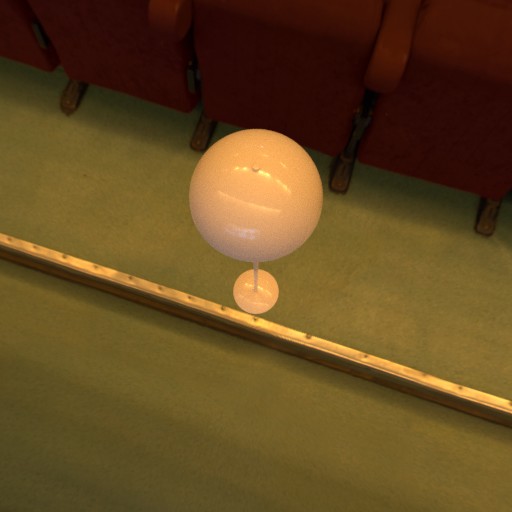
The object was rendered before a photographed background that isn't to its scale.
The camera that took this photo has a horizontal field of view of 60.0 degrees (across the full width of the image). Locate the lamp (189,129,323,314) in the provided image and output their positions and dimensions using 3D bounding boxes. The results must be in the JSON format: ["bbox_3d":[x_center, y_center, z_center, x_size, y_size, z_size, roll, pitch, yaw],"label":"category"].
[{"bbox_3d":[0.000,0.000,1.644,0.328,1.480,0.328,17,76,4],"label":"lamp"}]
